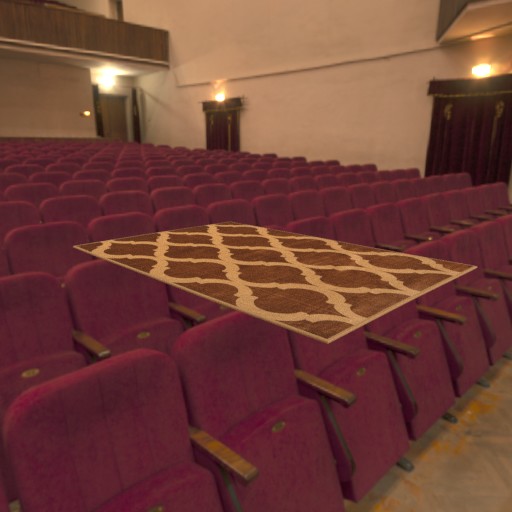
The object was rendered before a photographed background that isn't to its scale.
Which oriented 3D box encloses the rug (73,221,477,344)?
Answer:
[{"bbox_3d":[0.000,0.000,2.962,1.526,0.014,2.290,-13,19,-43],"label":"rug"}]
